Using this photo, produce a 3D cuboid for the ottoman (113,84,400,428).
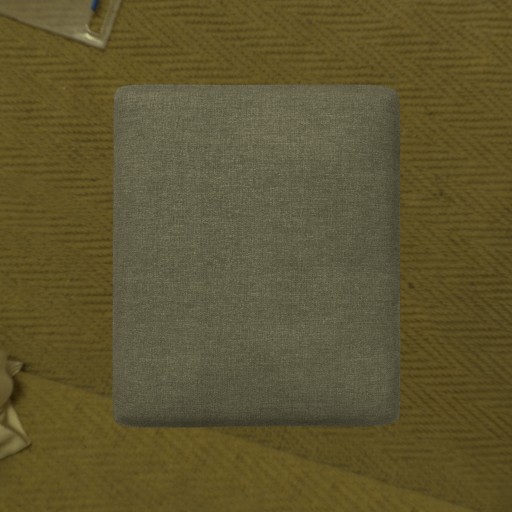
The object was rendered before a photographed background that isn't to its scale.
[{"bbox_3d":[0.000,0.000,1.225,0.693,0.474,0.821,0,89,-1],"label":"ottoman"}]
